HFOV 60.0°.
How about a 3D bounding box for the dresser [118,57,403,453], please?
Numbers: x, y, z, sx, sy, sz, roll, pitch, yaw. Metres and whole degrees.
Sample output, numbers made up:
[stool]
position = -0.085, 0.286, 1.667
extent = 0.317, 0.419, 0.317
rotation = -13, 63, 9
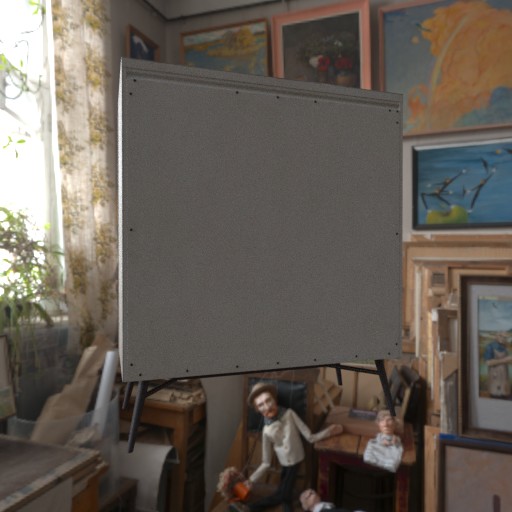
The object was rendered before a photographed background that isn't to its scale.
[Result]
[dresser]
position = 0.000, 0.000, 1.727
extent = 1.016, 1.219, 0.457
rotation = 0, 1, -18
